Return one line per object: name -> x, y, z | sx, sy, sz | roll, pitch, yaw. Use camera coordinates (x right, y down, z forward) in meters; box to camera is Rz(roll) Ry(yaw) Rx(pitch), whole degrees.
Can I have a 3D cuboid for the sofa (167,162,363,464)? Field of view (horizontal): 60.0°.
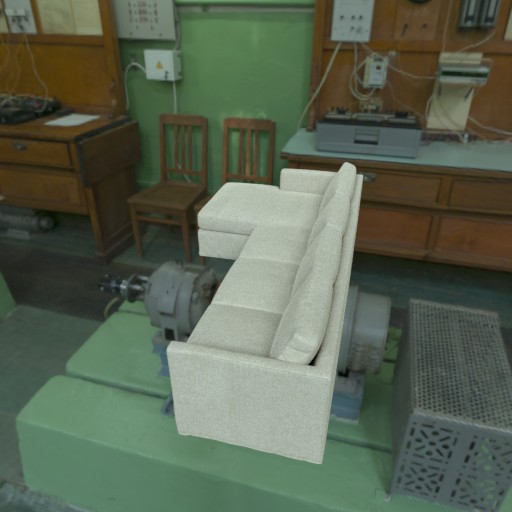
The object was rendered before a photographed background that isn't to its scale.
sofa -> 0.000, 0.000, 3.915 | 1.650, 0.922, 3.205 | 8, 31, 13
